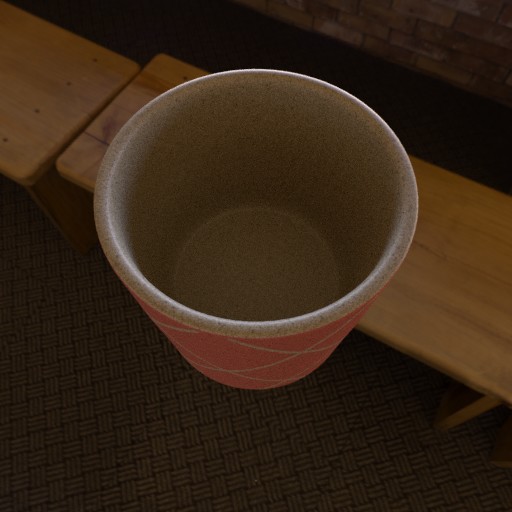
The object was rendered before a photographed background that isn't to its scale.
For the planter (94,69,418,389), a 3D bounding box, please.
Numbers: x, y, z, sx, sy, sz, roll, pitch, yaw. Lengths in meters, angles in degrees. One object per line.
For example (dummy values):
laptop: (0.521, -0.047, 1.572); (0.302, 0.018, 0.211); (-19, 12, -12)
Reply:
planter: (0.000, 0.000, 0.417); (0.227, 0.235, 0.227); (0, 63, 0)
